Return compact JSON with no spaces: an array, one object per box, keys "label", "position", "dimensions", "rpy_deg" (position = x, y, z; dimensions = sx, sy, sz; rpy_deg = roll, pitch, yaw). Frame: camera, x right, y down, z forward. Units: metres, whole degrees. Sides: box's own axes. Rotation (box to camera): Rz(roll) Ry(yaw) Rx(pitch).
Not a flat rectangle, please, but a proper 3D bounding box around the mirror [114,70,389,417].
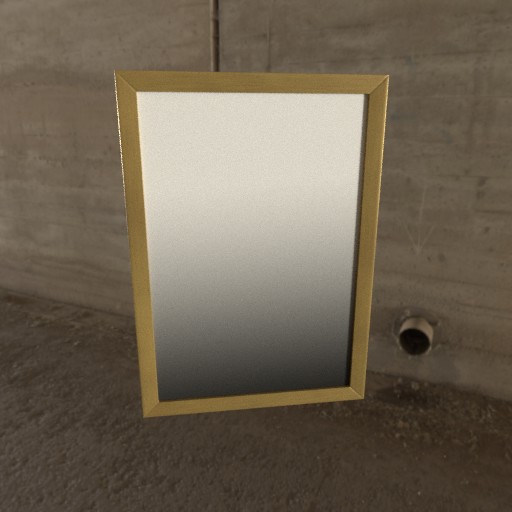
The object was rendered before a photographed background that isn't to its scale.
[{"label":"mirror","position":[0.000,0.000,0.929],"dimensions":[0.507,0.710,0.040],"rpy_deg":[-2,16,-8]}]
